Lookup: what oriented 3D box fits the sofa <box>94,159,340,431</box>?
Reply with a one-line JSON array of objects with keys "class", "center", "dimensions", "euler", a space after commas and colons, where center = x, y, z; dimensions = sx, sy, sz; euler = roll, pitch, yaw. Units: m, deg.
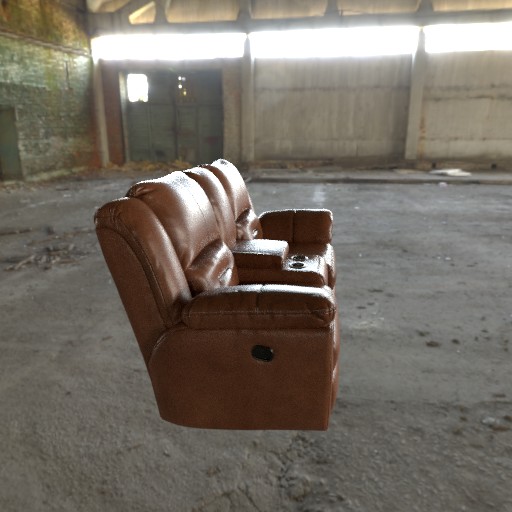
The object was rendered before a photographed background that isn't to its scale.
[{"class": "sofa", "center": [0.000, 0.000, 2.653], "dimensions": [0.991, 1.043, 2.058], "euler": [2, 16, 9]}]
